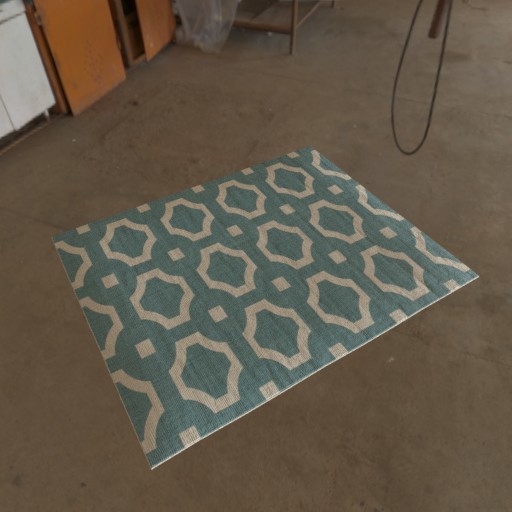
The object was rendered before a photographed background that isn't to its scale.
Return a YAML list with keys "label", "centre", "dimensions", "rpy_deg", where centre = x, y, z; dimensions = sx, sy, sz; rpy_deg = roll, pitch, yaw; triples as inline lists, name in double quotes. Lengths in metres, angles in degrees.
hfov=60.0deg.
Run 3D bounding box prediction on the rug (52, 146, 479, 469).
- label: "rug"
  centre: [0.000, 0.000, 4.032]
  dimensions: [3.049, 0.021, 2.466]
  rpy_deg: [-24, 50, -22]
